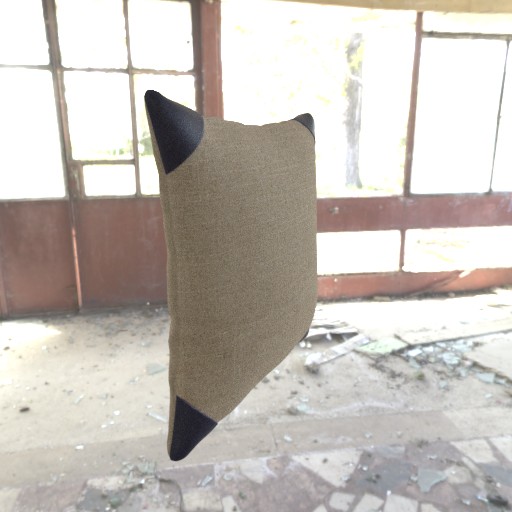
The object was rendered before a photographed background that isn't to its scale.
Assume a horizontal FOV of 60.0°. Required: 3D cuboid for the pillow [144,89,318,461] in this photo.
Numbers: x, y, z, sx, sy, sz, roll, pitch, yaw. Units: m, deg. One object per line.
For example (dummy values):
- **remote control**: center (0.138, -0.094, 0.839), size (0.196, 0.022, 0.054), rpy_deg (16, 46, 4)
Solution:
- **pillow**: center (0.000, 0.000, 0.678), size (0.147, 0.441, 0.440), rpy_deg (7, 16, 26)
